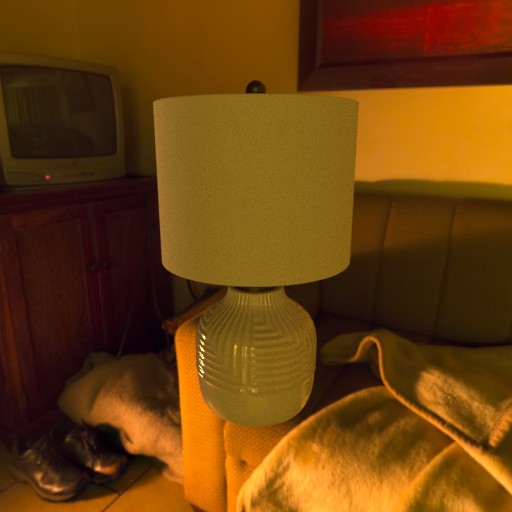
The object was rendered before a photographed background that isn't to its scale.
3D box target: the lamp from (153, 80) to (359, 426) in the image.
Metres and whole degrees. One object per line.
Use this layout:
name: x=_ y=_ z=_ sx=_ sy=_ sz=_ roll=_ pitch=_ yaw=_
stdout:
lamp: x=0.000 y=0.000 z=0.765 sx=0.318 sy=0.567 sz=0.318 roll=0 pitch=15 yaw=0
